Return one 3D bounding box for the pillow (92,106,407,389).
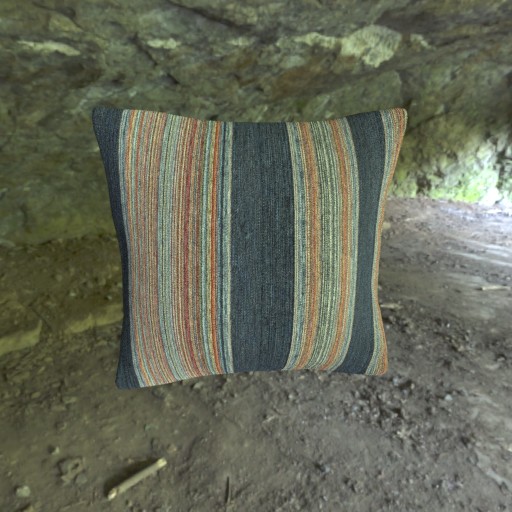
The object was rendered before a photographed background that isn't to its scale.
[{"bbox_3d":[0.000,0.000,0.655,0.437,0.419,0.136,-2,15,-6],"label":"pillow"}]
